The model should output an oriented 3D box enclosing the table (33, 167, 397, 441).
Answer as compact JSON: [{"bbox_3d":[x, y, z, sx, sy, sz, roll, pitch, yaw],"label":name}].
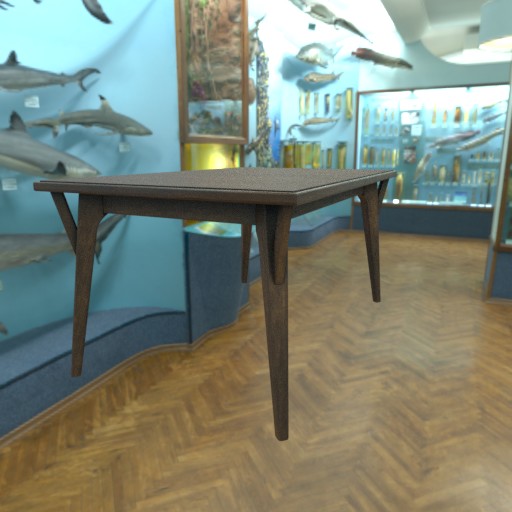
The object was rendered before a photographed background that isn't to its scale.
[{"bbox_3d":[0.000,0.000,2.089,0.990,0.761,1.524,7,15,26],"label":"table"}]
